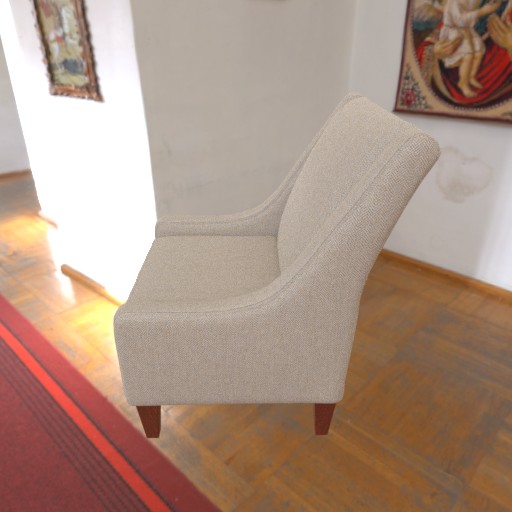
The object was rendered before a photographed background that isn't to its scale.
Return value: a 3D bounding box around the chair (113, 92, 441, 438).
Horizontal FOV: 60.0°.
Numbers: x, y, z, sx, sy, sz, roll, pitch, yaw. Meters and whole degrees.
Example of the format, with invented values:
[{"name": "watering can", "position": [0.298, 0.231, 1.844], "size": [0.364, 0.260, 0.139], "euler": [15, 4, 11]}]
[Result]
[{"name": "chair", "position": [0.000, 0.000, 1.580], "size": [0.870, 1.014, 0.774], "euler": [-1, 27, -1]}]
